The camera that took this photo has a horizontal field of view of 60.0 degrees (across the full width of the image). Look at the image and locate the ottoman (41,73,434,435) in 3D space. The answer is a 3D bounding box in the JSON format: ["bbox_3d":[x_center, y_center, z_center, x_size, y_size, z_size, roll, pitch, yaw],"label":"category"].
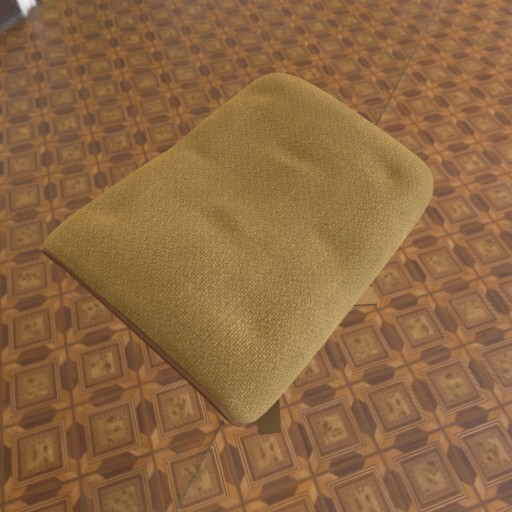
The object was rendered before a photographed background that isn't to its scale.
[{"bbox_3d":[0.000,0.000,0.786,0.394,0.391,0.520,34,62,21],"label":"ottoman"}]
